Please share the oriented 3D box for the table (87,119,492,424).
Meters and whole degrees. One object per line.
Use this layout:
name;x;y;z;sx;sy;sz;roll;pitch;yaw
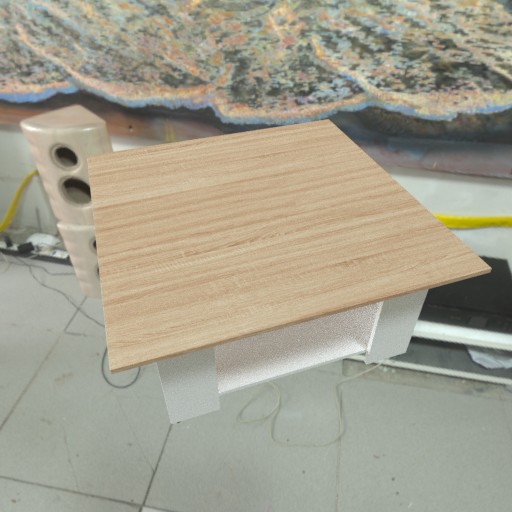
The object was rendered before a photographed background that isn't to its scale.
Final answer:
table;0.000;0.000;1.055;0.670;0.305;0.670;-13;43;-14
